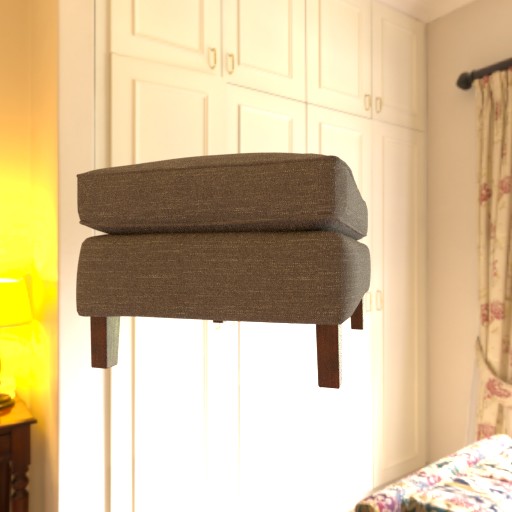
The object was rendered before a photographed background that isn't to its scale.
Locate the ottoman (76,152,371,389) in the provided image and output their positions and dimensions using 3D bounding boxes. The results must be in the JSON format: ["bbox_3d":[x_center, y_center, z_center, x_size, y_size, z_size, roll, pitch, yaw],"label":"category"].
[{"bbox_3d":[0.000,0.000,1.022,0.508,0.406,0.686,0,0,17],"label":"ottoman"}]
